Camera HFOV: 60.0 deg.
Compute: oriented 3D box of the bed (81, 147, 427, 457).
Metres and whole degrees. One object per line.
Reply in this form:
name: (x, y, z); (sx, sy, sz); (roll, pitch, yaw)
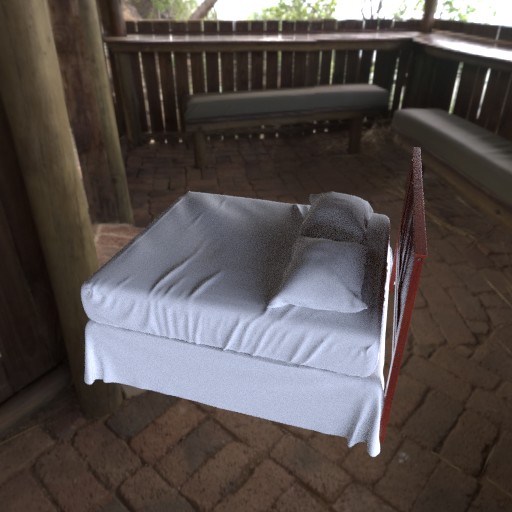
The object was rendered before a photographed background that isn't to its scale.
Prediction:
bed: (0.000, 0.000, 3.152); (2.050, 1.270, 1.870); (9, 31, 14)
